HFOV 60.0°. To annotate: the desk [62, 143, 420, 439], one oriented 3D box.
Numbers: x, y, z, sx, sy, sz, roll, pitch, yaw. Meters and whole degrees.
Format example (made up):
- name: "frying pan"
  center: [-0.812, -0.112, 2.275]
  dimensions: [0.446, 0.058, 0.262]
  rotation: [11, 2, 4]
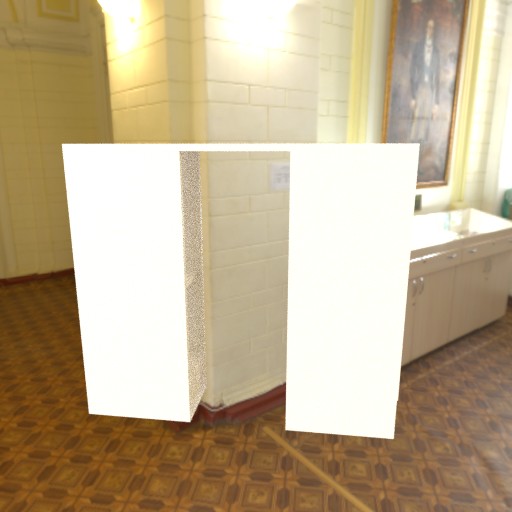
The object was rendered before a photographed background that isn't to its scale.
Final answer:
- name: "desk"
  center: [0.000, 0.000, 1.681]
  dimensions: [0.926, 0.818, 0.940]
  rotation: [2, 14, 7]
